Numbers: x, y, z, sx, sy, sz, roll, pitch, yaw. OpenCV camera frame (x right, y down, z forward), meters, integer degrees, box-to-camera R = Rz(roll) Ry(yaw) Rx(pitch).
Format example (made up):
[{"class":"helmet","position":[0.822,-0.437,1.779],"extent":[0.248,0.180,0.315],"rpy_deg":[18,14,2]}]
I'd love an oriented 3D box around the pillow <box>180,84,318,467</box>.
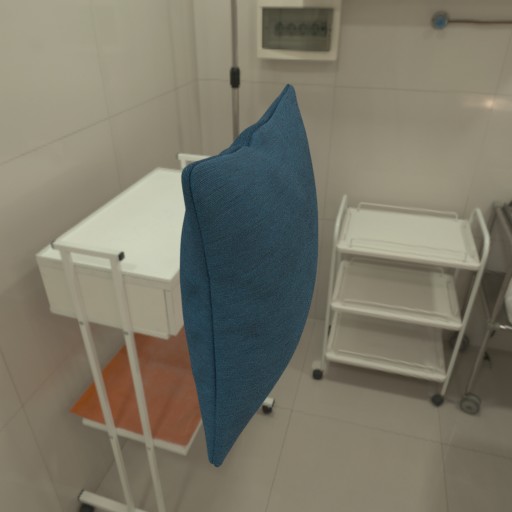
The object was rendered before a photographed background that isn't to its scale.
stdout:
[{"class":"pillow","position":[0.000,0.000,0.661],"extent":[0.177,0.420,0.437],"rpy_deg":[8,32,13]}]
